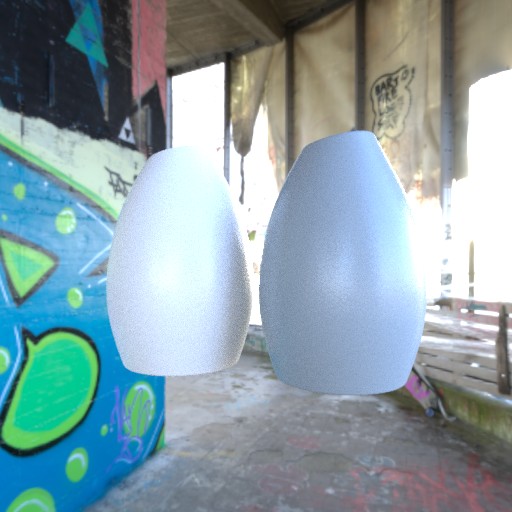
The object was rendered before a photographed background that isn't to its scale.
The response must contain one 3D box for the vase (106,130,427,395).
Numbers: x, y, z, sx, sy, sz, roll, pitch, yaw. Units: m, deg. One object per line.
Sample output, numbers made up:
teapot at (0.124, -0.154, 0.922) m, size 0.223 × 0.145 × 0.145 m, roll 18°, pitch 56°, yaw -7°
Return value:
vase at (0.000, 0.000, 0.259) m, size 0.187 × 0.131 × 0.089 m, roll 0°, pitch 0°, yaw 19°
